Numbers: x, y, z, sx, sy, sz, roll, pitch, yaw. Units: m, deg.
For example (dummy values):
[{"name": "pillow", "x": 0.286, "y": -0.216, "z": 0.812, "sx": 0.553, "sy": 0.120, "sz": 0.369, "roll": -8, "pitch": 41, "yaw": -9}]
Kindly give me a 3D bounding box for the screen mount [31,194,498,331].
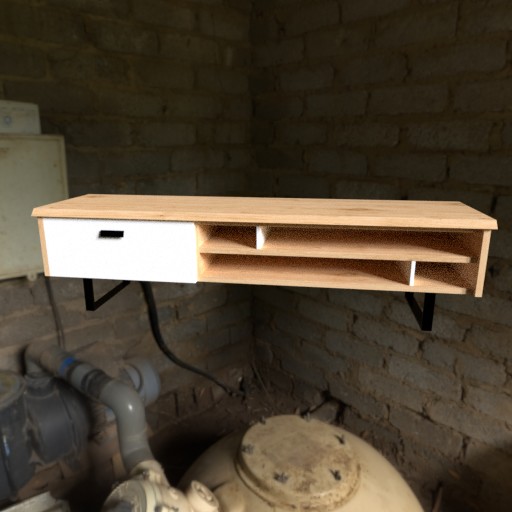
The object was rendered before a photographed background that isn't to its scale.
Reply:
[{"name": "screen mount", "x": 0.000, "y": 0.000, "z": 1.865, "sx": 1.700, "sy": 0.430, "sz": 0.450, "roll": 2, "pitch": 16, "yaw": 8}]
